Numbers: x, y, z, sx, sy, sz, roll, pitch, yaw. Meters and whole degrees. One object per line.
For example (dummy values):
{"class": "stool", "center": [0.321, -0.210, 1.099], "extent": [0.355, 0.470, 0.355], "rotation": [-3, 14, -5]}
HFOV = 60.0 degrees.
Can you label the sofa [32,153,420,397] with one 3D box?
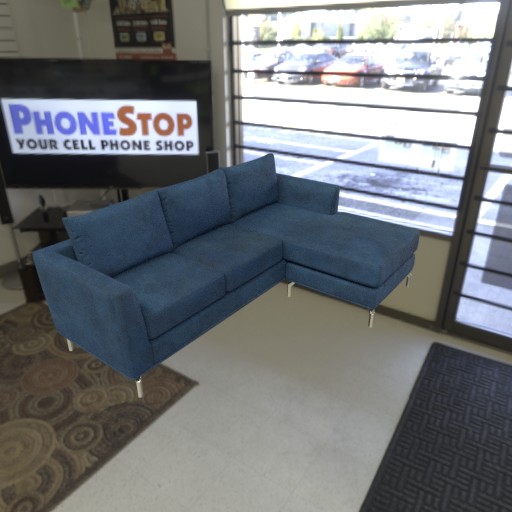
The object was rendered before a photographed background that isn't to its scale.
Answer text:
{"class": "sofa", "center": [0.000, 0.000, 3.254], "extent": [1.622, 0.987, 2.438], "rotation": [18, 31, 33]}
